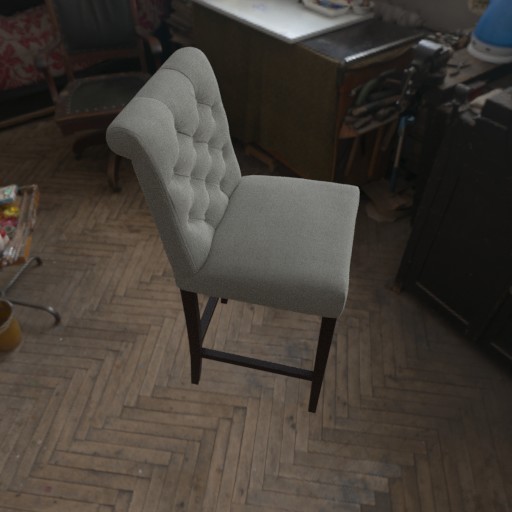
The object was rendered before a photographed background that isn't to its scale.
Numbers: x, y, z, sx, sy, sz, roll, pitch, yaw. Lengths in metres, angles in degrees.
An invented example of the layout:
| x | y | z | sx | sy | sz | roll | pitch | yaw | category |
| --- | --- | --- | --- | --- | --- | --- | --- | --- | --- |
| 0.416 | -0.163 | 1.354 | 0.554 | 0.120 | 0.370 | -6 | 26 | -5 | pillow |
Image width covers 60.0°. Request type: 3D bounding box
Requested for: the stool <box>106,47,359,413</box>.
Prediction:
| x | y | z | sx | sy | sz | roll | pitch | yaw | category |
| --- | --- | --- | --- | --- | --- | --- | --- | --- | --- |
| 0.000 | 0.000 | 1.467 | 0.601 | 1.140 | 0.493 | 10 | 47 | 9 | stool |
